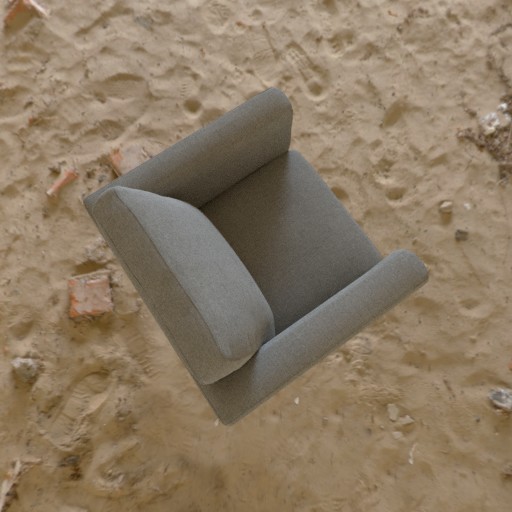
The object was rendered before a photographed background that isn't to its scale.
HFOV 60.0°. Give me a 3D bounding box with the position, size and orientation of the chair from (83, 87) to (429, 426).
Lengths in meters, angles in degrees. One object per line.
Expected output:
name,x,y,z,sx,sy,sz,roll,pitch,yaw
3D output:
chair,0.000,0.000,1.615,0.800,0.927,0.855,-34,77,-9
